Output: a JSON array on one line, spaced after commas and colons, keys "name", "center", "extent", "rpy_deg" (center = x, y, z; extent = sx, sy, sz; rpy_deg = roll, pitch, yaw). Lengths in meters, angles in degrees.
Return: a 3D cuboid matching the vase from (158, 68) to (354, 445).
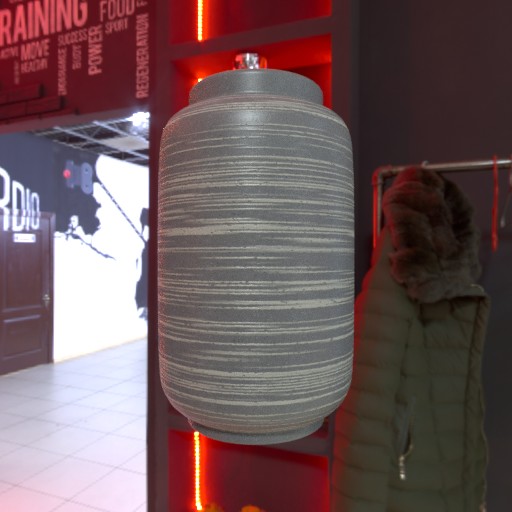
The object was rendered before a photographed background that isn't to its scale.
[{"name": "vase", "center": [0.000, 0.000, 0.685], "extent": [0.297, 0.499, 0.297], "rpy_deg": [0, 0, 0]}]
